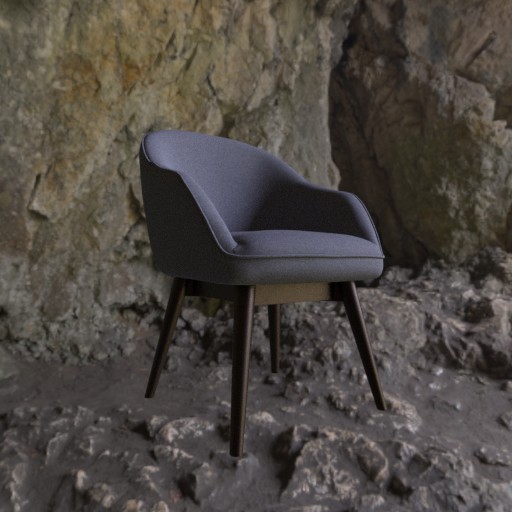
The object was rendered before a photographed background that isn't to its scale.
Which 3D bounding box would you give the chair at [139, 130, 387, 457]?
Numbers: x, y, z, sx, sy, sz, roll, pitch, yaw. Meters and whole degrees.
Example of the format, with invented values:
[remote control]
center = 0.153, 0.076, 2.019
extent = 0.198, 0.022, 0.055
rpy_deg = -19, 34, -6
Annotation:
[chair]
center = 0.000, 0.000, 1.243
extent = 0.589, 0.810, 0.611
rpy_deg = 0, 0, -36
